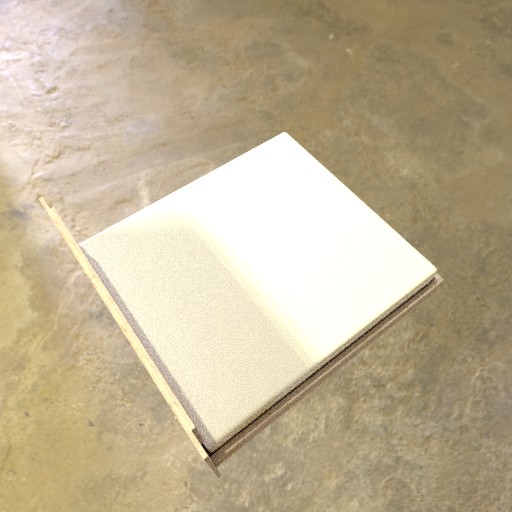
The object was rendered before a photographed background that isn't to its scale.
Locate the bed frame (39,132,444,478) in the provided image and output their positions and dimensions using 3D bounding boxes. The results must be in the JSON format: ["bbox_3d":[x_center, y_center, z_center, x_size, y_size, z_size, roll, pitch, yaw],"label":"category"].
[{"bbox_3d":[0.000,0.000,3.211,2.080,0.970,1.950,-33,64,-18],"label":"bed frame"}]
